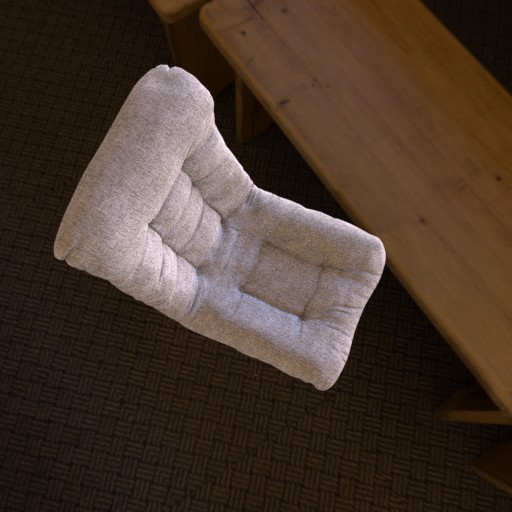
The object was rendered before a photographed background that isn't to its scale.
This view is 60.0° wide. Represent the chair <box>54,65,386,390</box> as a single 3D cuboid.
[{"bbox_3d":[0.000,0.000,0.976,0.583,0.600,0.400,24,76,6],"label":"chair"}]
